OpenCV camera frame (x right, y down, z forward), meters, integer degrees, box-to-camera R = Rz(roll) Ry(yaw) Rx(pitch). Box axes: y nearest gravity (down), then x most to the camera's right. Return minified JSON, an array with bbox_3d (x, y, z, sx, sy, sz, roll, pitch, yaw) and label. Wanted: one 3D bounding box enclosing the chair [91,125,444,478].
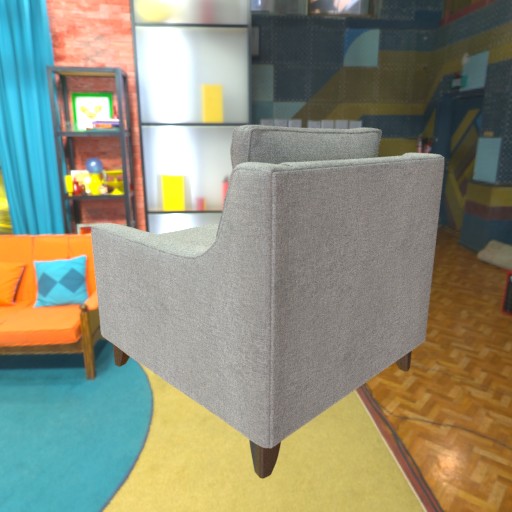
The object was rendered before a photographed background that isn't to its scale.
[{"bbox_3d":[0.000,0.000,1.548,0.838,0.864,0.918,-15,21,-43],"label":"chair"}]
